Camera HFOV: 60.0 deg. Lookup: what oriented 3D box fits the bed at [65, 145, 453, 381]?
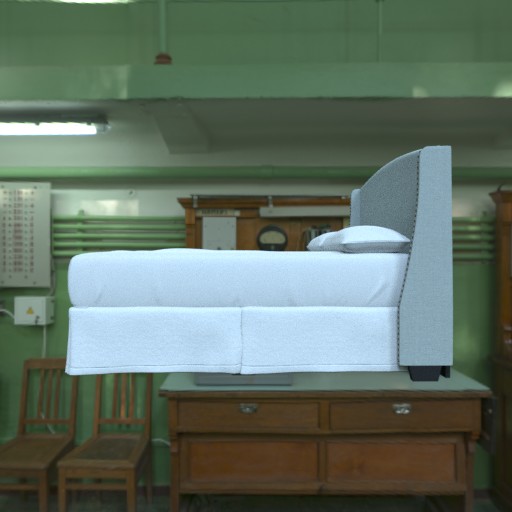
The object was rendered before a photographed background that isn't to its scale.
[{"bbox_3d":[0.000,0.000,3.319,2.237,1.407,1.710,0,0,-1],"label":"bed"}]
